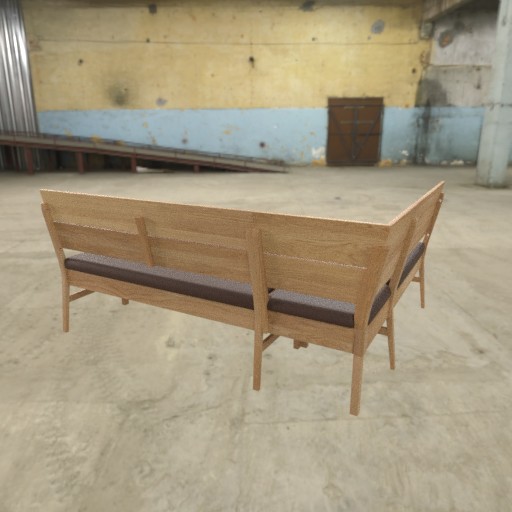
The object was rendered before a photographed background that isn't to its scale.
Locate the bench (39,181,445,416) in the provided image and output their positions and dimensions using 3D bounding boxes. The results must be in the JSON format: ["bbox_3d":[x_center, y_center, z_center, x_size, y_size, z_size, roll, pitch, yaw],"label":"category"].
[{"bbox_3d":[0.000,0.000,2.797,1.975,0.890,1.549,9,18,27],"label":"bench"}]
